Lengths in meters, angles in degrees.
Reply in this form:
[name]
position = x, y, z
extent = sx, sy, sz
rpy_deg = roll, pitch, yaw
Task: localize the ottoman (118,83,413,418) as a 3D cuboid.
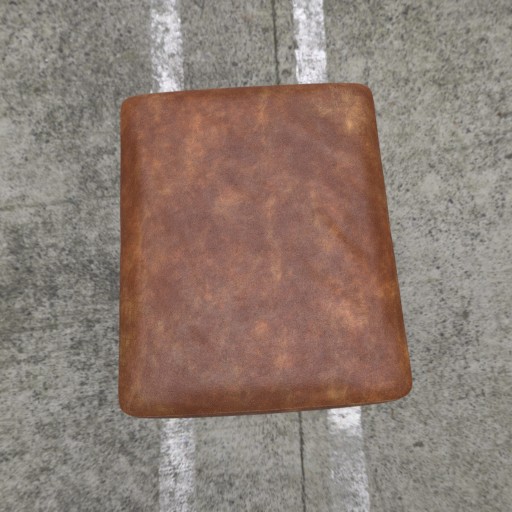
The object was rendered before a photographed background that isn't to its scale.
[ottoman]
position = 0.000, 0.000, 1.125
extent = 0.603, 0.476, 0.751
rpy_deg = -4, 77, -1
